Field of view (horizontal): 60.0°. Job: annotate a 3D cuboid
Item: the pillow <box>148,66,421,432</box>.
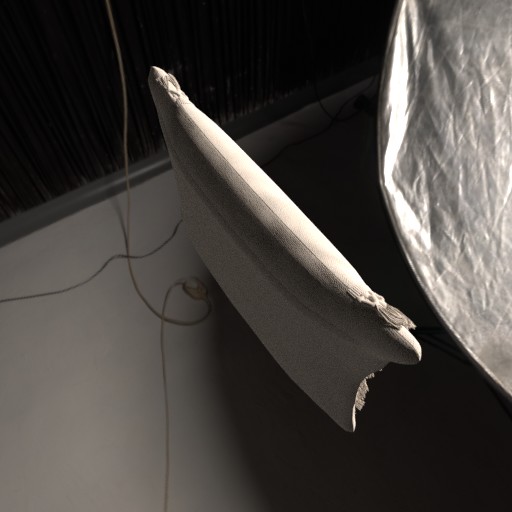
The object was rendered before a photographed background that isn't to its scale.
[{"bbox_3d":[0.000,0.000,0.581,0.084,0.305,0.466,-30,62,-18],"label":"pillow"}]
